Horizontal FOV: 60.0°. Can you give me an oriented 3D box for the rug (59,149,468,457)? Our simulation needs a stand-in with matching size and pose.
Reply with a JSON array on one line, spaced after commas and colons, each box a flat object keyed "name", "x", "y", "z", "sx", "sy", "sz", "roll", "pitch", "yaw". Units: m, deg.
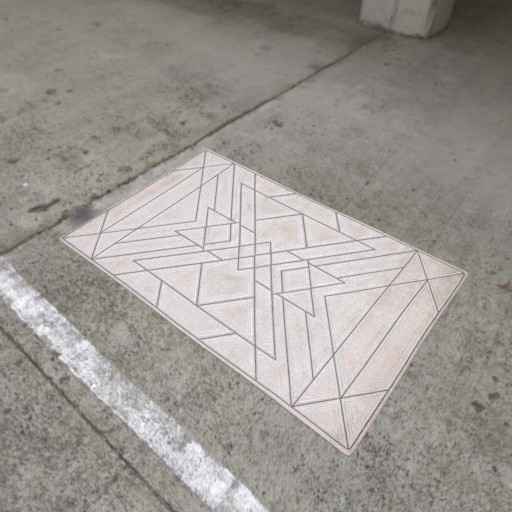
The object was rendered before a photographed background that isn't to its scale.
[{"name": "rug", "x": 0.000, "y": 0.000, "z": 3.132, "sx": 2.459, "sy": 0.023, "sz": 1.575, "roll": 30, "pitch": 53, "yaw": 26}]
